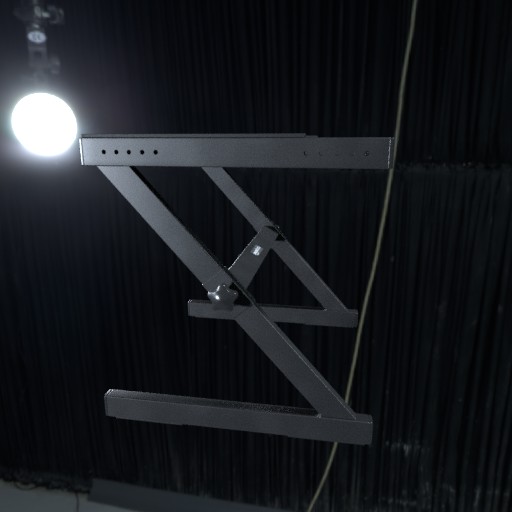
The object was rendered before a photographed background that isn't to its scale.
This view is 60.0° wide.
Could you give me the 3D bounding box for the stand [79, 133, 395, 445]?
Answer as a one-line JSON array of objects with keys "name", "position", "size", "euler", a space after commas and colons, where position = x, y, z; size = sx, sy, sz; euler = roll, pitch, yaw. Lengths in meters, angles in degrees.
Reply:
[{"name": "stand", "position": [0.000, 0.000, 1.171], "size": [0.586, 0.617, 0.700], "euler": [3, 15, 9]}]
